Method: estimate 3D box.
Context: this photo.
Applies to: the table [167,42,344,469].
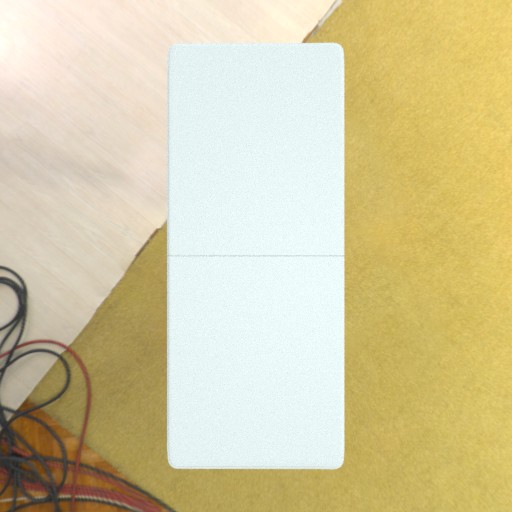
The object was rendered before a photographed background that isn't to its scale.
[{"bbox_3d":[0.000,0.000,2.256,0.761,0.719,1.829,0,90,0],"label":"table"}]
